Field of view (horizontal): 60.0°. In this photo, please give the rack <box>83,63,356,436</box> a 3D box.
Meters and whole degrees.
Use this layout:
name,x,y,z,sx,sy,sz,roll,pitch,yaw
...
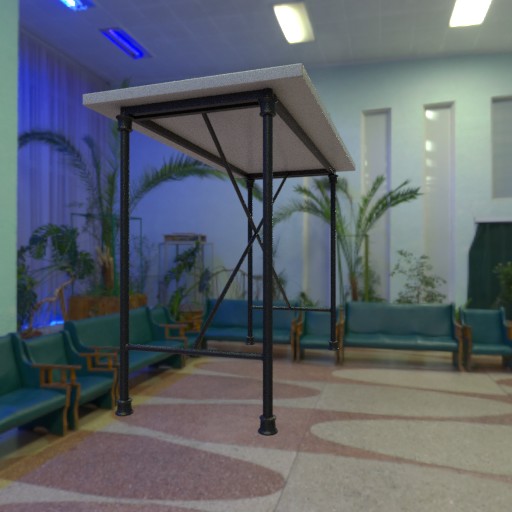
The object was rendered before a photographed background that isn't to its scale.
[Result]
name,x,y,z,sx,sy,sz,roll,pitch,yaw
rack,0.000,0.000,1.662,0.613,0.880,1.159,0,0,19
